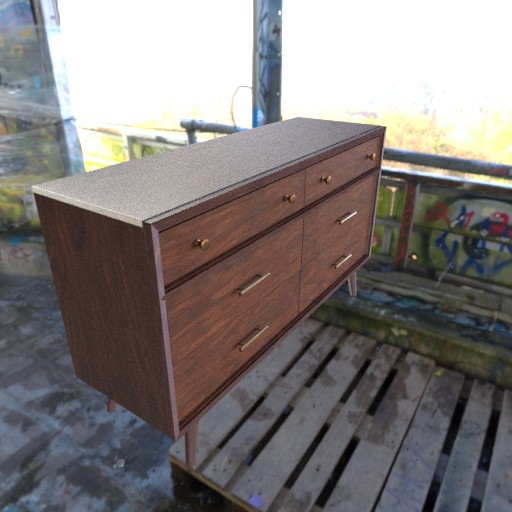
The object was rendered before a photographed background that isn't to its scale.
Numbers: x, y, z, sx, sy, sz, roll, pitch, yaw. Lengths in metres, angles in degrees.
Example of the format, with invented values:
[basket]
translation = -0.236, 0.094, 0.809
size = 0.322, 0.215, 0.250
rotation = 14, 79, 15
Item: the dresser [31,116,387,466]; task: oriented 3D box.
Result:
[dresser]
translation = 0.000, 0.000, 1.847
size = 0.500, 0.889, 1.472
rotation = 17, 31, 31
